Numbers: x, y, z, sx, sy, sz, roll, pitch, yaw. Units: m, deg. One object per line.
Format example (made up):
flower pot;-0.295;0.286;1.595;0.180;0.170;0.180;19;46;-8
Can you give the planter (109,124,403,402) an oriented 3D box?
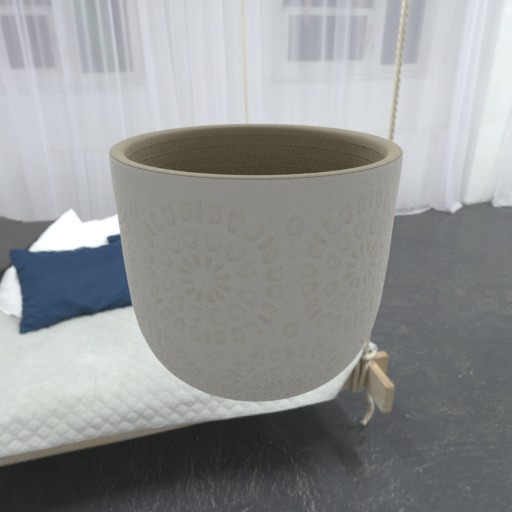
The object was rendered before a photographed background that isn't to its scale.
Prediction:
planter;0.000;0.000;0.217;0.124;0.109;0.124;0;24;0
